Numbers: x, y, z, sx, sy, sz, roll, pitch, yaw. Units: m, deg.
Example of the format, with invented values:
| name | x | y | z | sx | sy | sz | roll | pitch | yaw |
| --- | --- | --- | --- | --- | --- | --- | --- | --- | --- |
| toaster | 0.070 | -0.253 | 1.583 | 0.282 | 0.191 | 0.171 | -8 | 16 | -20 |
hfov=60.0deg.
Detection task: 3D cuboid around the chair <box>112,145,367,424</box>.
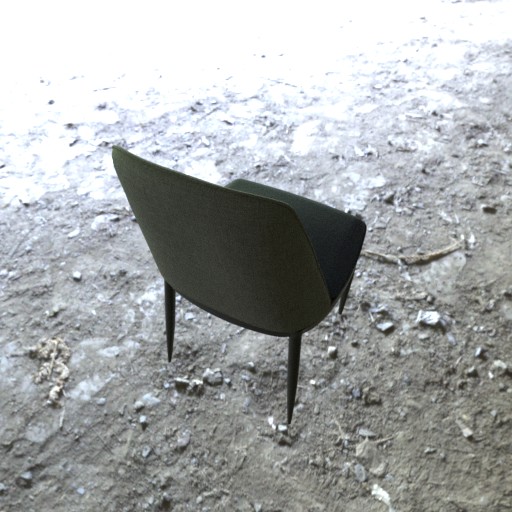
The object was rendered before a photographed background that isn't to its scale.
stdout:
| name | x | y | z | sx | sy | sz | roll | pitch | yaw |
| --- | --- | --- | --- | --- | --- | --- | --- | --- | --- |
| chair | 0.000 | 0.000 | 1.171 | 0.488 | 0.855 | 0.550 | 21 | 50 | 19 |
